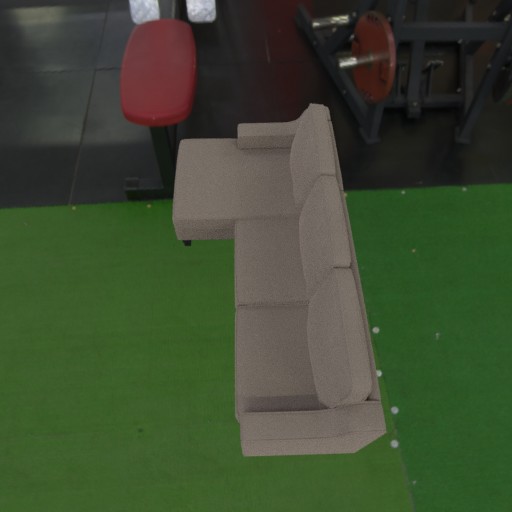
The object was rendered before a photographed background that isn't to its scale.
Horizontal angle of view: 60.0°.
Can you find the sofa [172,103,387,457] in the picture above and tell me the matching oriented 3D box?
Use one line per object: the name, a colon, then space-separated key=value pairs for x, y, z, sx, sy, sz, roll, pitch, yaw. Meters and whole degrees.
sofa: x=0.000 y=0.000 z=3.194 sx=1.294 sy=0.928 sz=2.561 roll=-1 pitch=57 yaw=-1
